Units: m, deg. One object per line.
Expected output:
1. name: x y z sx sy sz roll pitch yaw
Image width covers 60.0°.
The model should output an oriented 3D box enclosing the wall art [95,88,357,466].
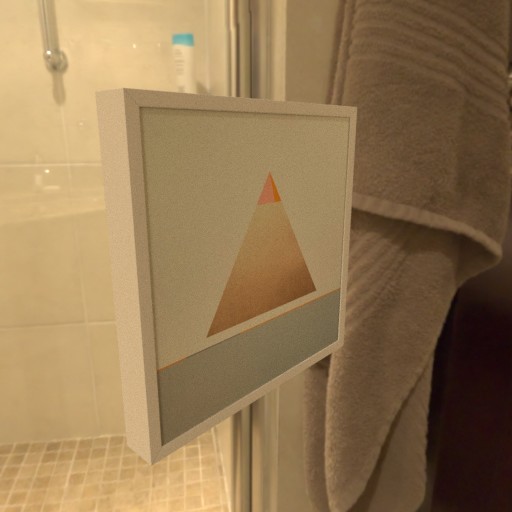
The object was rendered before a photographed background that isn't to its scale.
1. wall art: 0.000 0.000 0.460 0.038 0.304 0.305 14 21 41
